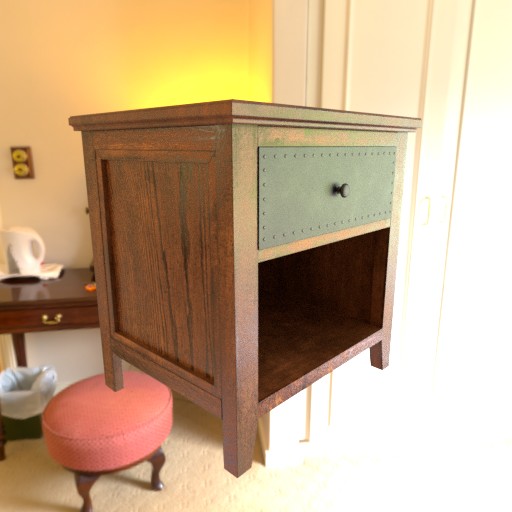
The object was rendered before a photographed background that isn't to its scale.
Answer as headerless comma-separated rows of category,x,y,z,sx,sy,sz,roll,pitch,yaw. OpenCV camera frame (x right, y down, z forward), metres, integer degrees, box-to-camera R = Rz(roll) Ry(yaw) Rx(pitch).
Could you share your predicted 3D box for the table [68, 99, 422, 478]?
table,0.000,0.000,0.994,0.461,0.597,0.586,13,19,42
